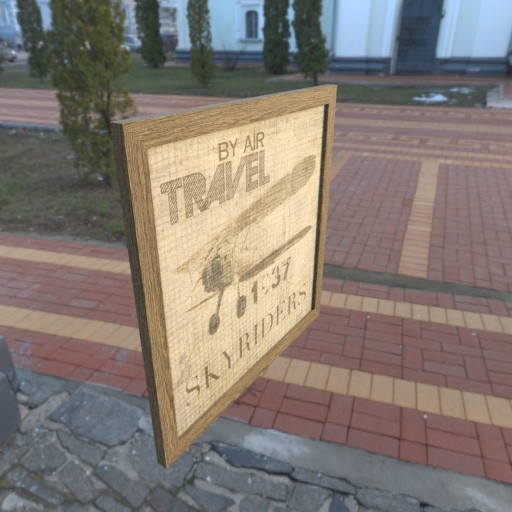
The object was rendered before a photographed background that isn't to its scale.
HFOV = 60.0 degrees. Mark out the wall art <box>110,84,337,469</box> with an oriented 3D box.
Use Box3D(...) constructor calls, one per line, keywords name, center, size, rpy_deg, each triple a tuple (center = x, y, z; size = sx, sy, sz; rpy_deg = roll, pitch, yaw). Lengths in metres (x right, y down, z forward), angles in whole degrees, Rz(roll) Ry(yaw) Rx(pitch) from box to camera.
Box3D(name="wall art", center=(0.000, 0.000, 0.752), size=(0.019, 0.508, 0.508), rpy_deg=(17, 31, 30))
